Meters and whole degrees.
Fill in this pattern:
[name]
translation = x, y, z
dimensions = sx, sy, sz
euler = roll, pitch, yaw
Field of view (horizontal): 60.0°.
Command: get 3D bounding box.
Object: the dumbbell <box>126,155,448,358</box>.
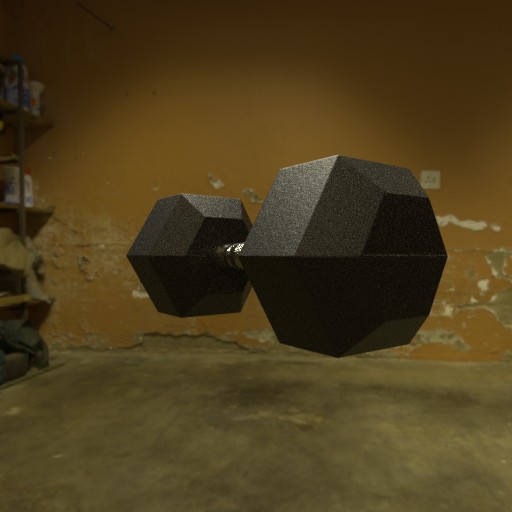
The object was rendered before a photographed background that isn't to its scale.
[dumbbell]
translation = 0.000, 0.000, 0.483
dimensions = 0.173, 0.150, 0.384
euler = 0, 0, -36
